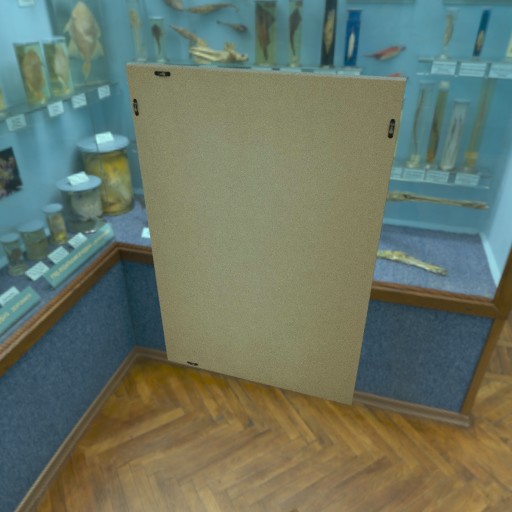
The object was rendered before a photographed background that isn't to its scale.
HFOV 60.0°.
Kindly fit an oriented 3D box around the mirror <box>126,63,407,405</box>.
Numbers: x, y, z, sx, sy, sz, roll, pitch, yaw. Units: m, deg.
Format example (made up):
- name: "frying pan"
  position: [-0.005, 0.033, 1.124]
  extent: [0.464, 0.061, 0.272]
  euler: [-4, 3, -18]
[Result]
- name: "mirror"
  position: [0.000, 0.000, 1.173]
  extent: [0.609, 0.915, 0.040]
  euler: [10, 33, 15]
